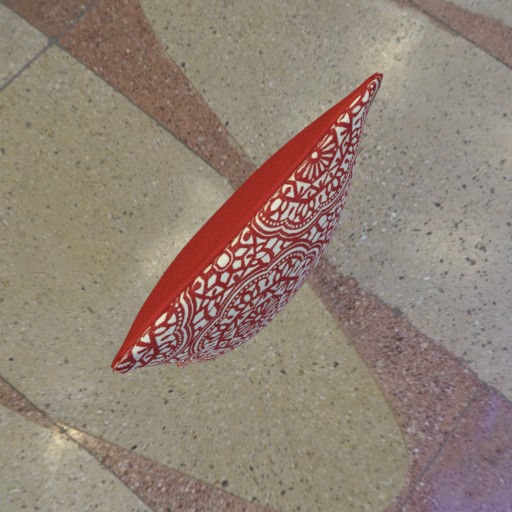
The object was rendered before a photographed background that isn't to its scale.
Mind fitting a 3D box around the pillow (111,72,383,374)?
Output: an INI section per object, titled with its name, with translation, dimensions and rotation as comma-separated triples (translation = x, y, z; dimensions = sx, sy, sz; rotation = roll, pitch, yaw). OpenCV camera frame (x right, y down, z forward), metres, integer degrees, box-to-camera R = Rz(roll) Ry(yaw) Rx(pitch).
[pillow]
translation = 0.000, 0.000, 0.669
dimensions = 0.162, 0.419, 0.438
rotation = 40, 80, 9
